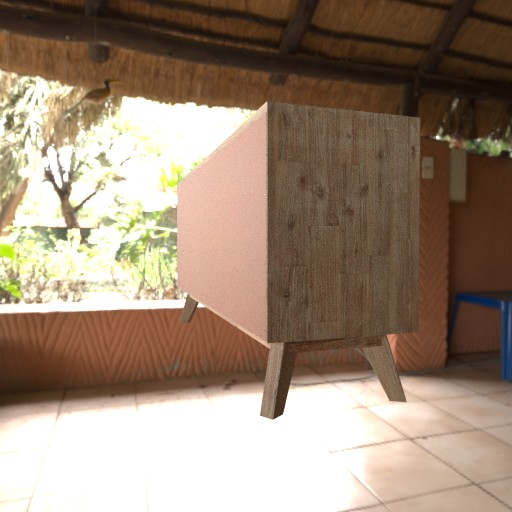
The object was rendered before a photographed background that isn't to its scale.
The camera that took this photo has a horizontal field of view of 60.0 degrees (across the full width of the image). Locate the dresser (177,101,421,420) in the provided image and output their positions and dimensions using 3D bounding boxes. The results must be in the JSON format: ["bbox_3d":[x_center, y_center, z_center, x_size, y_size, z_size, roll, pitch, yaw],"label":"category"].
[{"bbox_3d":[0.000,0.000,1.911,0.455,0.805,1.554,0,2,-18],"label":"dresser"}]
